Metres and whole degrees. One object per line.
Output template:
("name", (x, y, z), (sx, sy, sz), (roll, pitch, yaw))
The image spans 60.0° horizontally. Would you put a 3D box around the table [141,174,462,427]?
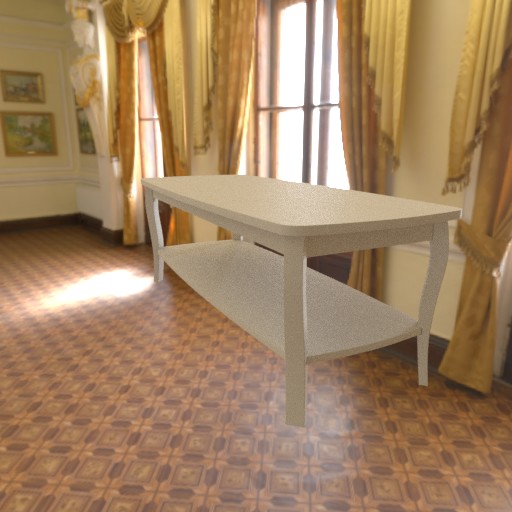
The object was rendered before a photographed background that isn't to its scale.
("table", (0.000, 0.000, 1.582), (0.561, 0.474, 1.334), (-7, 16, -26))
